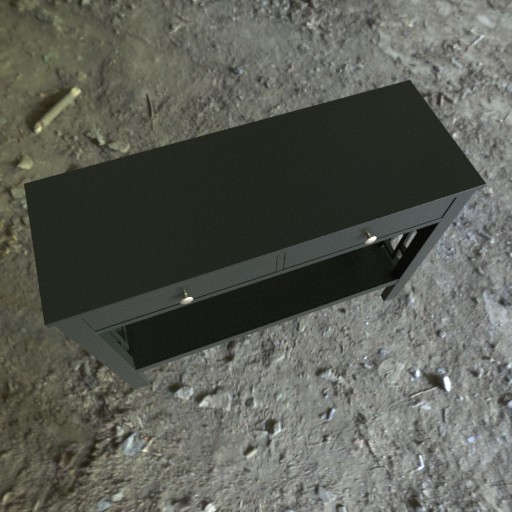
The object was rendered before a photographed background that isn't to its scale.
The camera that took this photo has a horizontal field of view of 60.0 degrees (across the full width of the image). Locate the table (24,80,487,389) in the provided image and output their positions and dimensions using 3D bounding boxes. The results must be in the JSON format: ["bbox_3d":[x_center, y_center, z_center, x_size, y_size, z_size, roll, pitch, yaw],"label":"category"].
[{"bbox_3d":[0.000,0.000,1.418,1.068,0.753,0.397,-18,64,-9],"label":"table"}]
